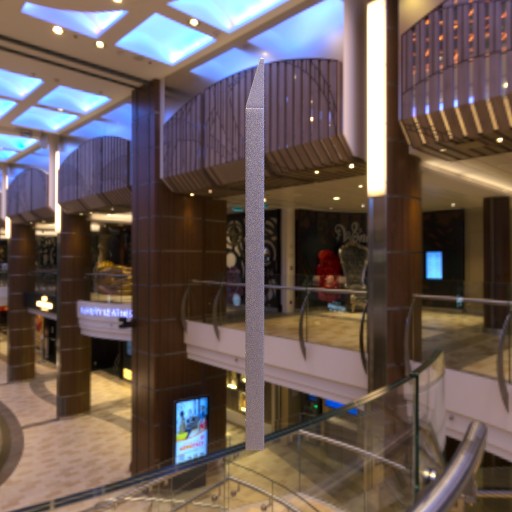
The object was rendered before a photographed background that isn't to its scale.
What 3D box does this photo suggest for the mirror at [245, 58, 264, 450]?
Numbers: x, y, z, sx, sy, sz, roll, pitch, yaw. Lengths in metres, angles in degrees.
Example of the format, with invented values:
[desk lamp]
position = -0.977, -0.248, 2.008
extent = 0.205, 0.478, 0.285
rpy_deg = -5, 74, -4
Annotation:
[mirror]
position = 0.000, 0.000, 1.147
extent = 0.030, 0.630, 0.870
rpy_deg = 0, -1, 0
